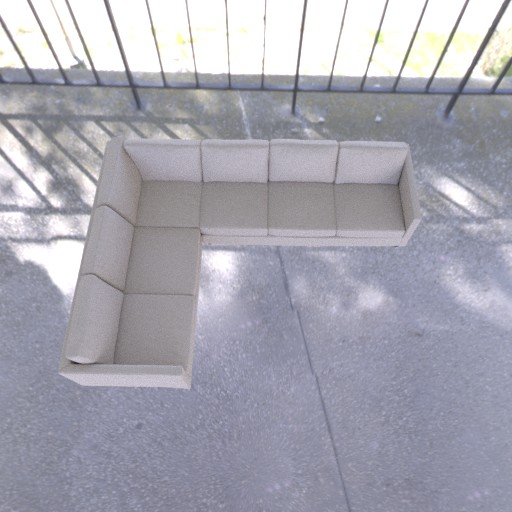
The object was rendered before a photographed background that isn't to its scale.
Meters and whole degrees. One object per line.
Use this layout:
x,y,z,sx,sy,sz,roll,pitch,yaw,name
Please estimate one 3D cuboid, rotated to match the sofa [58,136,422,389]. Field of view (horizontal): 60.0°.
0.000,0.000,4.318,3.182,0.863,2.432,1,64,0,sofa
